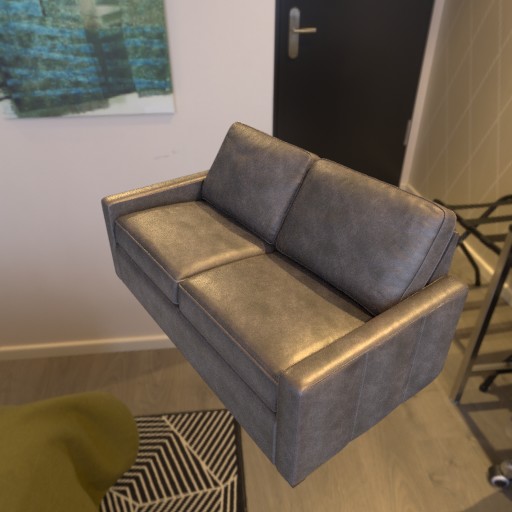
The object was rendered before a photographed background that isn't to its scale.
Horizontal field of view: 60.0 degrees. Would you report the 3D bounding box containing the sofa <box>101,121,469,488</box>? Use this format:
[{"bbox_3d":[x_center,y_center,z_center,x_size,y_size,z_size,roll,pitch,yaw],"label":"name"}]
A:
[{"bbox_3d":[0.000,0.000,2.216,0.939,0.916,1.732,-22,39,-30],"label":"sofa"}]
